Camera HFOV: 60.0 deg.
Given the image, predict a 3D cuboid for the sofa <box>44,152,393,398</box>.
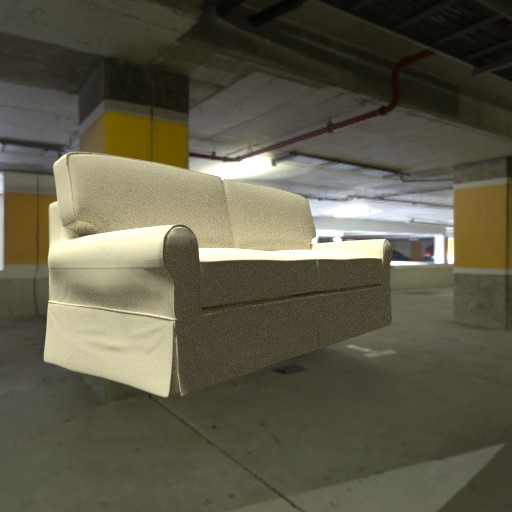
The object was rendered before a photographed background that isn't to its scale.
[{"bbox_3d":[0.000,0.000,2.463,0.862,0.937,2.021,0,0,38],"label":"sofa"}]
